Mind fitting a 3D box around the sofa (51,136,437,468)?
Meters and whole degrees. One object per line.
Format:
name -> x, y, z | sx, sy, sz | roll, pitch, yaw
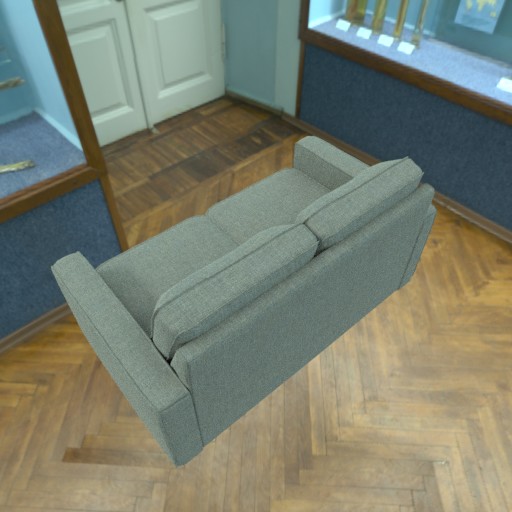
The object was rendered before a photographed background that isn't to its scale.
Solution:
sofa -> 0.000, 0.000, 2.234 | 1.706, 0.915, 0.945 | -32, 54, -26
